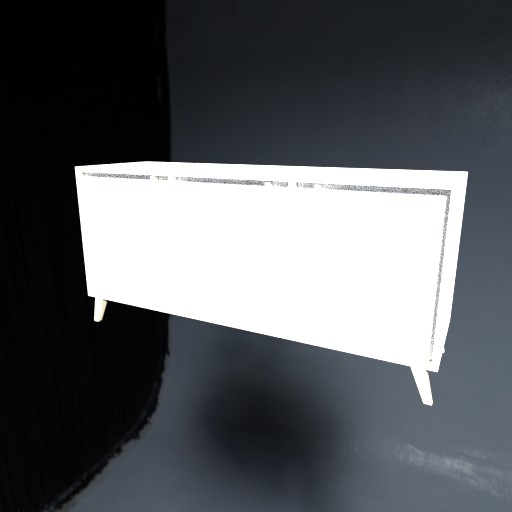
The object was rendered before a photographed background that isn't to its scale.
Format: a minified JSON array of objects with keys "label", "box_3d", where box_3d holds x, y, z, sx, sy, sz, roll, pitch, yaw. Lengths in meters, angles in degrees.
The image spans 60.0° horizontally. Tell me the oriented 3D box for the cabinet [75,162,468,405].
[{"label":"cabinet","box_3d":[0.000,0.000,2.026,1.649,0.780,0.500,8,17,26]}]
